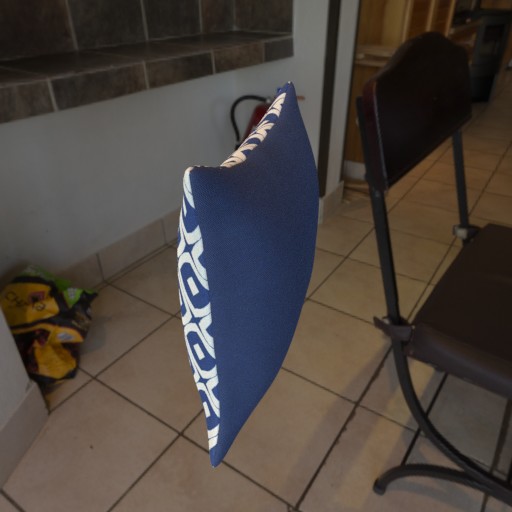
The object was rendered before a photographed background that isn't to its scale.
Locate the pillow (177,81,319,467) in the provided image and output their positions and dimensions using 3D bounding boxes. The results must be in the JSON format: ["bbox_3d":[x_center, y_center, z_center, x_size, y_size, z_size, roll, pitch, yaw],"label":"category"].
[{"bbox_3d":[0.000,0.000,0.772,0.188,0.494,0.504,8,32,13],"label":"pillow"}]
